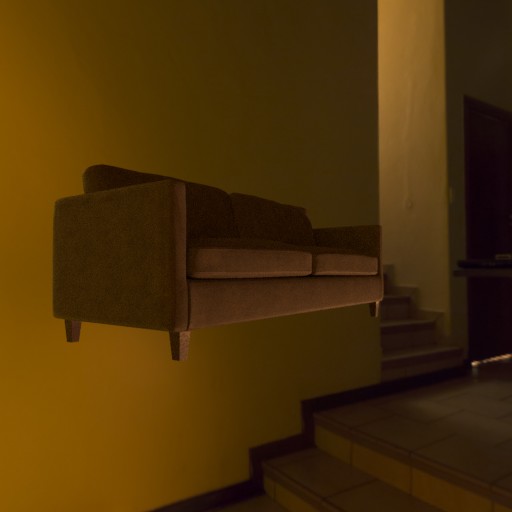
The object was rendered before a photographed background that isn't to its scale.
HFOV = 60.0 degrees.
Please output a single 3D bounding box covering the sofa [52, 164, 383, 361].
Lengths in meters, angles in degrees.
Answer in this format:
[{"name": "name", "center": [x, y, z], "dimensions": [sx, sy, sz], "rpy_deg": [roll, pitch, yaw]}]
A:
[{"name": "sofa", "center": [0.000, 0.000, 3.050], "dimensions": [0.951, 0.965, 2.434], "rpy_deg": [-1, -2, 36]}]
